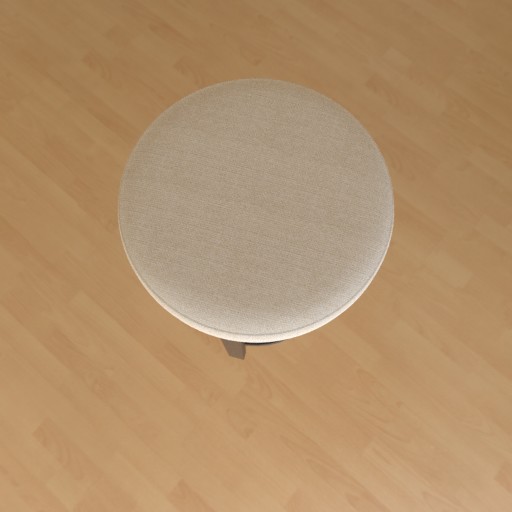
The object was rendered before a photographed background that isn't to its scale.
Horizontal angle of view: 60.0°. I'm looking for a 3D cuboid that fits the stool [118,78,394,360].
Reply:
[{"bbox_3d":[0.000,0.000,1.011,0.446,0.758,0.446,0,75,0],"label":"stool"}]
